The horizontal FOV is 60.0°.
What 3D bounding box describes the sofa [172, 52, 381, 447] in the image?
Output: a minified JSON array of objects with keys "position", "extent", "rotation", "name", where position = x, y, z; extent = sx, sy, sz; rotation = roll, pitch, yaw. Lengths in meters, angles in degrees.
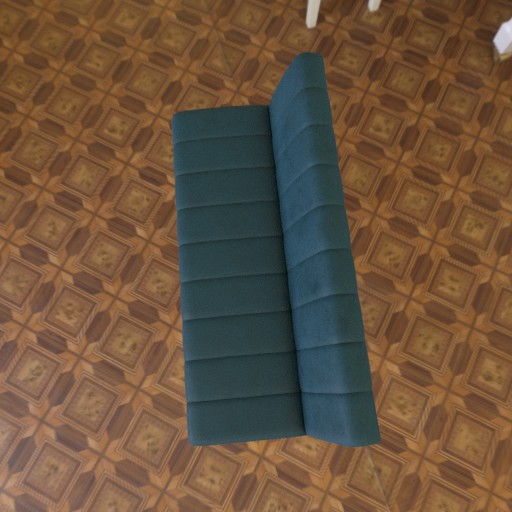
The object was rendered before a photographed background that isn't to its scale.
[{"position":[0.000,0.000,2.317],"extent":[0.830,0.825,1.810],"rotation":[-5,76,-1],"name":"sofa"}]
